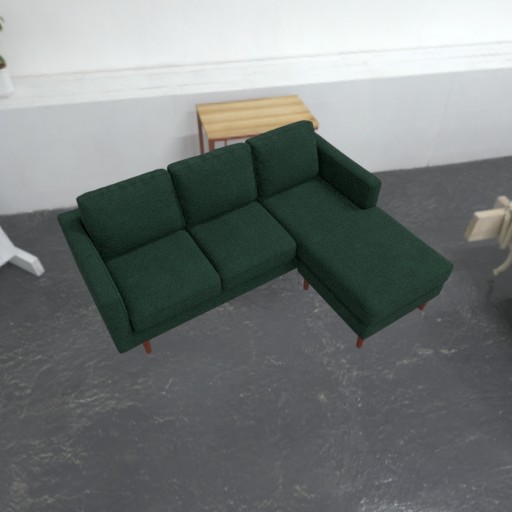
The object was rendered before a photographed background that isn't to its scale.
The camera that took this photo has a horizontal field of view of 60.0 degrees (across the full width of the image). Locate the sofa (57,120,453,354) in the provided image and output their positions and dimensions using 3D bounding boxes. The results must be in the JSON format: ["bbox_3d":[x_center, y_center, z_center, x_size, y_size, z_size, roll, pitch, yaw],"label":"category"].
[{"bbox_3d":[0.000,0.000,2.915,2.030,0.899,1.580,-25,51,-22],"label":"sofa"}]
